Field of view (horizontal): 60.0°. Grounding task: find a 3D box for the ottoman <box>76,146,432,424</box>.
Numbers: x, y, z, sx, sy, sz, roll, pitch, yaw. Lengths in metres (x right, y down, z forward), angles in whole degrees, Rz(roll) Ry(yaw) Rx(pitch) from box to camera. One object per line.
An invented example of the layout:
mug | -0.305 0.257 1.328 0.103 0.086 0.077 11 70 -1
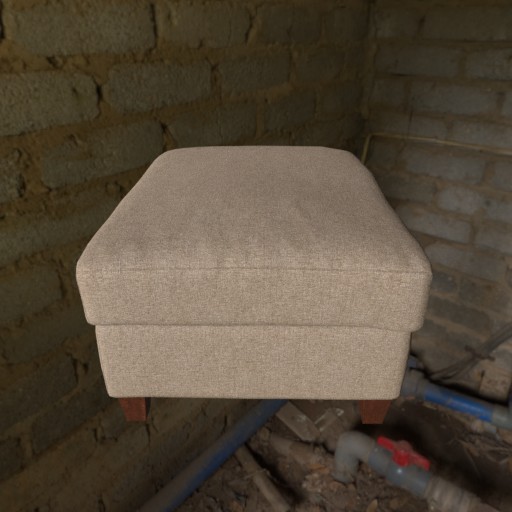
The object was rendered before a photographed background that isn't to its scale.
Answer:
ottoman | 0.000 0.000 1.288 0.692 0.511 0.889 0 27 1
